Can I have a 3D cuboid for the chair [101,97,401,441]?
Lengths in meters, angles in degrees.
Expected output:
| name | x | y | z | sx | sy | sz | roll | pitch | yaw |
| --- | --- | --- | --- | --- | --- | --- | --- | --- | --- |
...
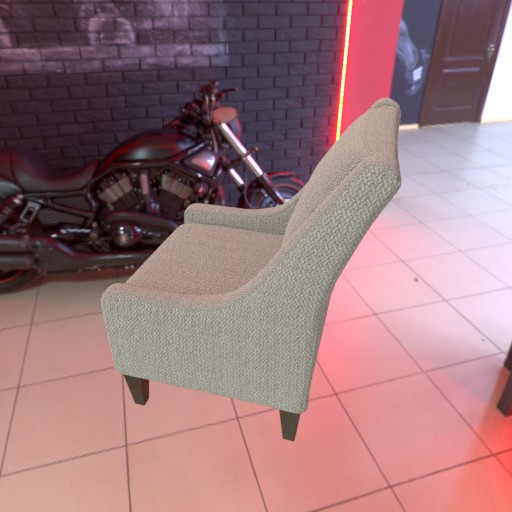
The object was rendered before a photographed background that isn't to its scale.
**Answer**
| name | x | y | z | sx | sy | sz | roll | pitch | yaw |
| --- | --- | --- | --- | --- | --- | --- | --- | --- | --- |
| chair | 0.000 | 0.000 | 1.614 | 0.870 | 1.014 | 0.774 | 8 | 32 | 13 |
